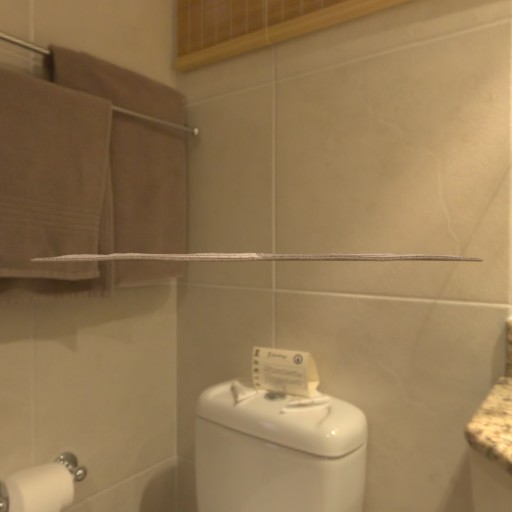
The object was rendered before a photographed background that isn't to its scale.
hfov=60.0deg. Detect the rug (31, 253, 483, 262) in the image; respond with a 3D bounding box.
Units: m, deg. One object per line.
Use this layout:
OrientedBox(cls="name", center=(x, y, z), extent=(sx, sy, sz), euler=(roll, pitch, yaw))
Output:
OrientedBox(cls="rug", center=(0.000, 0.000, 0.891), extent=(0.642, 0.008, 0.551), euler=(0, 1, -1))
